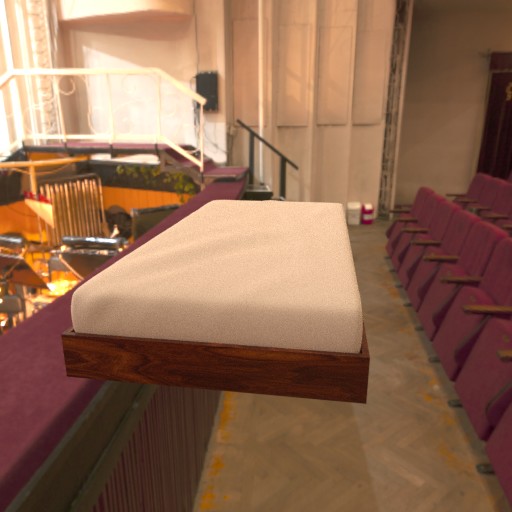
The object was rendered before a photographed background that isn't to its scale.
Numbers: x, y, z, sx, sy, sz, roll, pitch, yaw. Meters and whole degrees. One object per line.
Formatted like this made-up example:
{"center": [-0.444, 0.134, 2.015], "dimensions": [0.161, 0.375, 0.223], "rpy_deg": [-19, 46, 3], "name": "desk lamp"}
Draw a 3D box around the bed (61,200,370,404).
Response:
{"center": [0.000, 0.000, 2.193], "dimensions": [0.940, 0.312, 1.860], "rpy_deg": [3, 17, 9], "name": "bed"}
